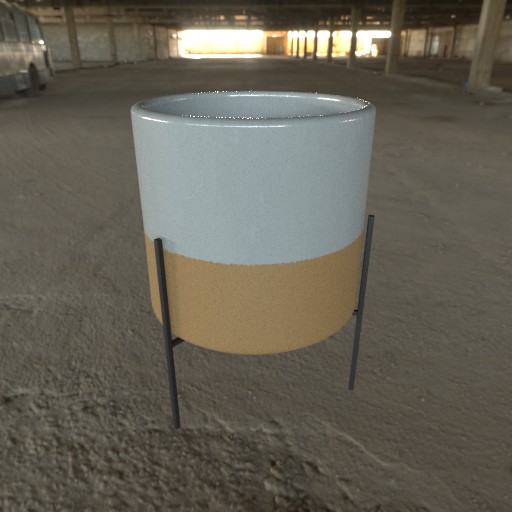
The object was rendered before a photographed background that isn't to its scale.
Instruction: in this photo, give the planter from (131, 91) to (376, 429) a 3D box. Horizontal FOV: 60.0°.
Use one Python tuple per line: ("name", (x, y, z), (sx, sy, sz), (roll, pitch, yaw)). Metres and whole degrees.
("planter", (0.000, 0.000, 0.652), (0.310, 0.432, 0.310), (-1, 25, -1))
